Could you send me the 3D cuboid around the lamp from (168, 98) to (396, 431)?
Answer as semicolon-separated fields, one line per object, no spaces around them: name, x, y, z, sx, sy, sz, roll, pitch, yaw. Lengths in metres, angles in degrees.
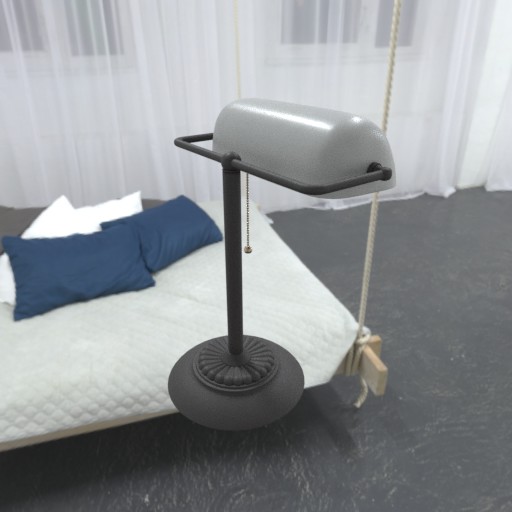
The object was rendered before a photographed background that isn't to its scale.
lamp;0.000;0.000;0.529;0.243;0.339;0.264;-18;31;-32
